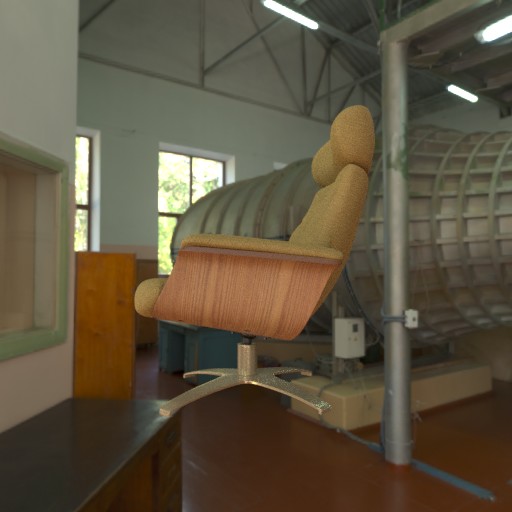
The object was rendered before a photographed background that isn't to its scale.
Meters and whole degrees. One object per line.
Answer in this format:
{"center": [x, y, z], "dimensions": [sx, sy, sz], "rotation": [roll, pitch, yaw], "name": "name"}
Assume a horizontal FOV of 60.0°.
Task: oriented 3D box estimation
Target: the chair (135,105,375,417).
{"center": [0.000, 0.000, 1.639], "dimensions": [0.837, 0.995, 0.785], "rotation": [0, -2, -1], "name": "chair"}
